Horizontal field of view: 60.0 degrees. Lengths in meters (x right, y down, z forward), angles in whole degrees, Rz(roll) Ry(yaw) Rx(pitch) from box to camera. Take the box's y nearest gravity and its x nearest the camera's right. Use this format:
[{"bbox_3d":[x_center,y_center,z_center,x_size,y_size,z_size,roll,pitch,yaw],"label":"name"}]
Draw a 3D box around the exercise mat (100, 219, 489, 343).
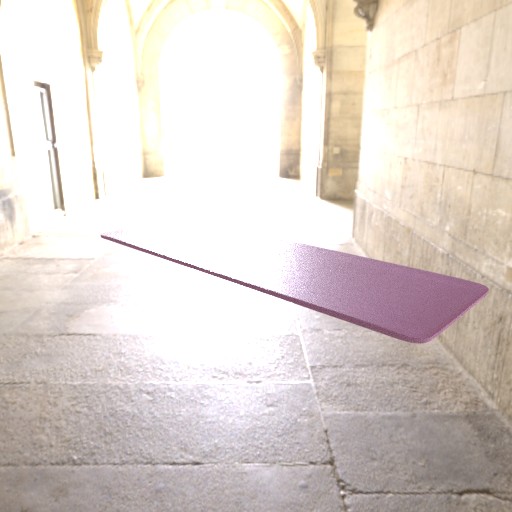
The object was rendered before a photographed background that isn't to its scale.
[{"bbox_3d":[0.000,0.000,2.054,1.869,0.021,0.616,15,22,42],"label":"exercise mat"}]
